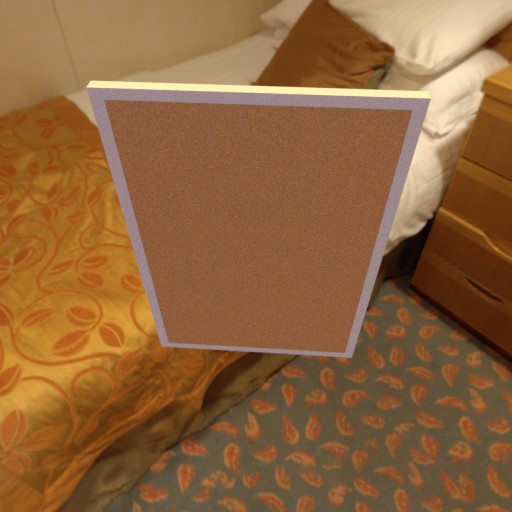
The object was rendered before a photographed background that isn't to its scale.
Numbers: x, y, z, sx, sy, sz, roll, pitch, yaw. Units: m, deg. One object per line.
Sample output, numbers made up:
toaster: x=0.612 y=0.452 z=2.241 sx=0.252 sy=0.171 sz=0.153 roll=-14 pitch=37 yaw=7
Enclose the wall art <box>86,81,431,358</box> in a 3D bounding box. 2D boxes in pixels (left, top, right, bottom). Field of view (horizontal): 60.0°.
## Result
wall art: x=0.000 y=0.000 z=0.551 sx=0.303 sy=0.433 sz=0.013 roll=3 pitch=47 yaw=3
